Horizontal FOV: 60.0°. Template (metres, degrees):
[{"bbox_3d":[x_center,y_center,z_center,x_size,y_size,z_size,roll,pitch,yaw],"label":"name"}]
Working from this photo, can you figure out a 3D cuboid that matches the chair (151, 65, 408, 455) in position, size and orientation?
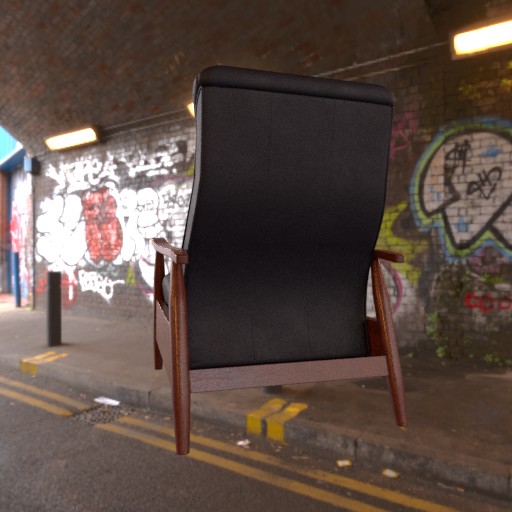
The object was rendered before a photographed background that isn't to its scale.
[{"bbox_3d":[0.000,0.000,1.776,0.762,1.082,1.014,0,0,-16],"label":"chair"}]
